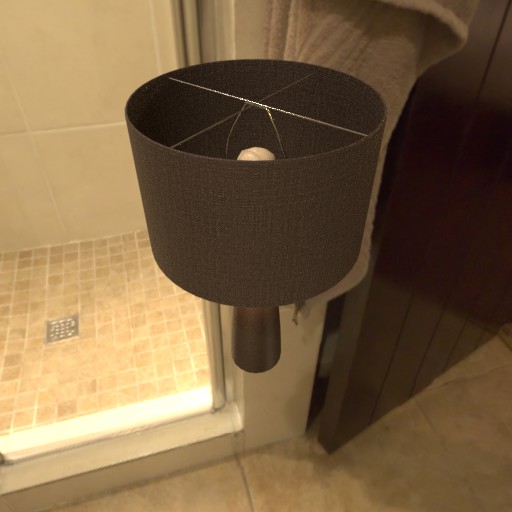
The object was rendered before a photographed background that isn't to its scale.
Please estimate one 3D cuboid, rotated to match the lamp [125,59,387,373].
[{"bbox_3d":[0.000,0.000,0.681,0.303,0.488,0.303,0,41,0],"label":"lamp"}]
